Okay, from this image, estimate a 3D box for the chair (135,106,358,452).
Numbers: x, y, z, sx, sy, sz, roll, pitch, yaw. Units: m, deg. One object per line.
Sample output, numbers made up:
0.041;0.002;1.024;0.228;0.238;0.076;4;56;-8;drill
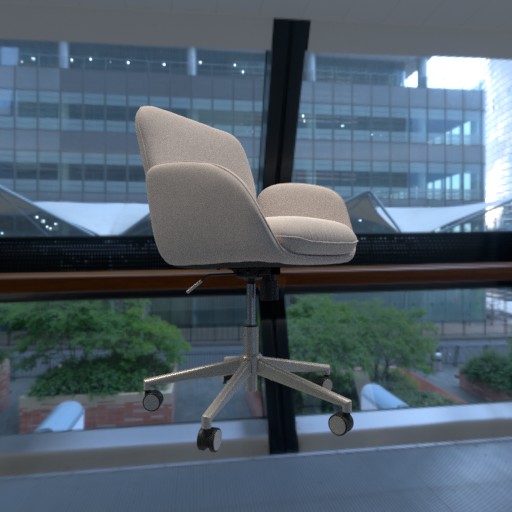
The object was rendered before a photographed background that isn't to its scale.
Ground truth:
0.000;0.000;1.371;0.633;0.959;0.648;0;0;37;chair
